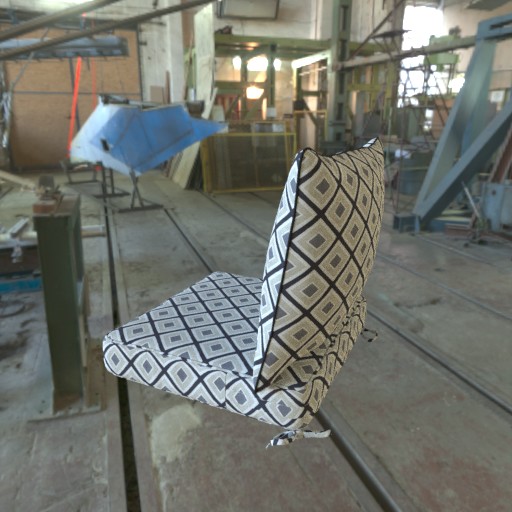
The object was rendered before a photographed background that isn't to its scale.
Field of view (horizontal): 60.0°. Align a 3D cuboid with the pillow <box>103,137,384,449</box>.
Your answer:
[{"bbox_3d":[0.000,0.000,1.402,0.733,0.722,0.798,8,19,24],"label":"pillow"}]
